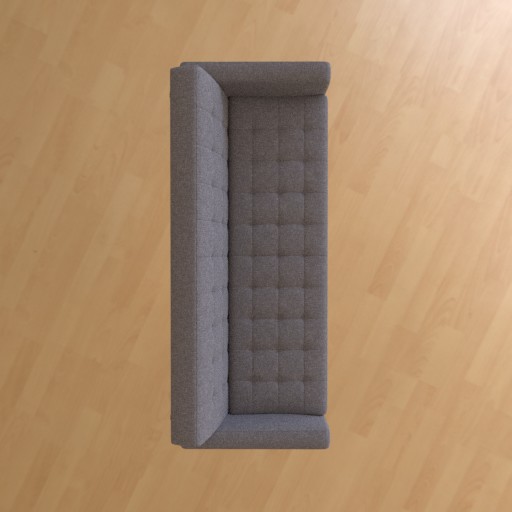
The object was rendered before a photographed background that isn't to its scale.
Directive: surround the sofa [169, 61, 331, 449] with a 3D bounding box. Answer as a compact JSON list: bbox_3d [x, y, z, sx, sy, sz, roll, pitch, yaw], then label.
[{"bbox_3d":[0.000,0.000,2.470,0.810,0.850,2.040,0,91,0],"label":"sofa"}]
